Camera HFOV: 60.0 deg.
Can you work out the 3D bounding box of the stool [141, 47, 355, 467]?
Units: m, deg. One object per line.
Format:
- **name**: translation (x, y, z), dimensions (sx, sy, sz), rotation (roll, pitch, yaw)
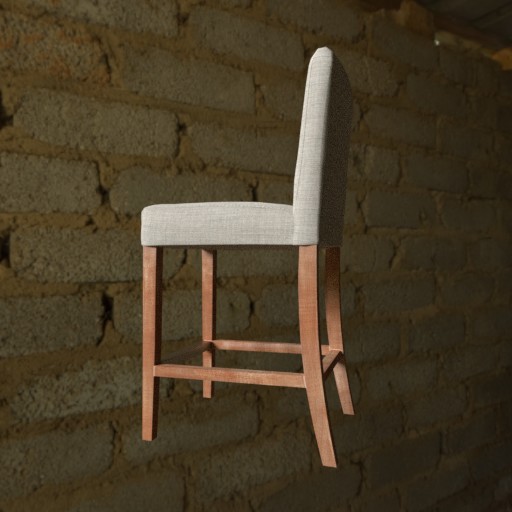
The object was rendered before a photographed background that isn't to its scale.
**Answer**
- **stool**: translation (0.000, 0.000, 1.365), dimensions (0.567, 1.039, 0.454), rotation (0, 0, 19)
